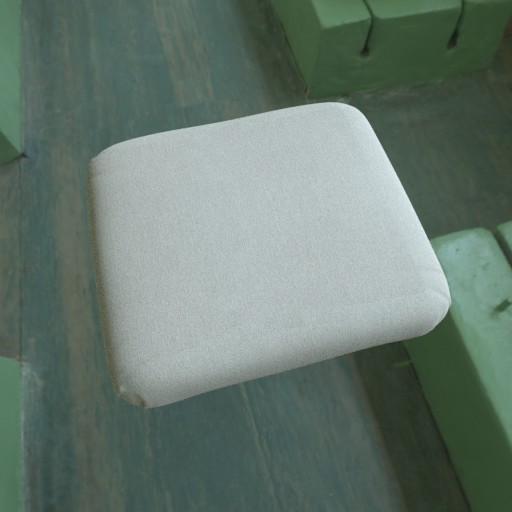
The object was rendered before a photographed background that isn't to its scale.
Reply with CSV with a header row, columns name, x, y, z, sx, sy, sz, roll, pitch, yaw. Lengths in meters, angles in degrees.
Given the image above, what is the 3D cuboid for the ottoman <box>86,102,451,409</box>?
name,x,y,z,sx,sy,sz,roll,pitch,yaw
ottoman,0.000,0.000,1.140,0.746,0.450,0.639,-13,64,-7
